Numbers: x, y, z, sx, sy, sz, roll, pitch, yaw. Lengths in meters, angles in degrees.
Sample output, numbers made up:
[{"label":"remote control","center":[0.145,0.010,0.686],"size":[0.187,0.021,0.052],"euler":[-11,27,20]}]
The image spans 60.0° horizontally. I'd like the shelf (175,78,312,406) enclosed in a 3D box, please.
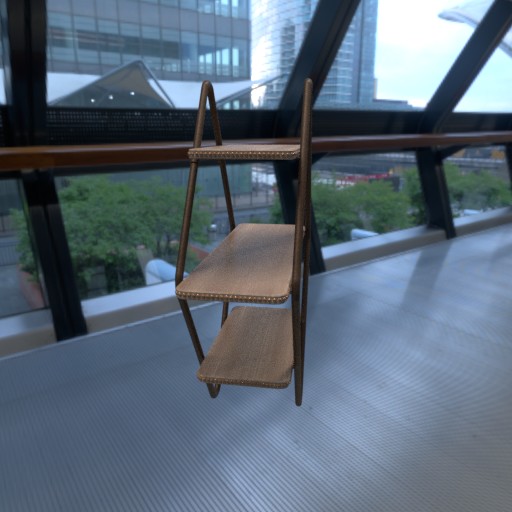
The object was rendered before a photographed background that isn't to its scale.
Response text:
[{"label":"shelf","center":[0.000,0.000,1.036],"size":[0.234,0.774,0.609],"euler":[2,15,9]}]
